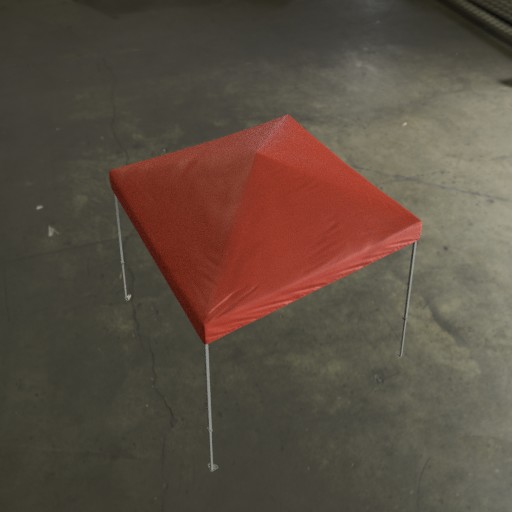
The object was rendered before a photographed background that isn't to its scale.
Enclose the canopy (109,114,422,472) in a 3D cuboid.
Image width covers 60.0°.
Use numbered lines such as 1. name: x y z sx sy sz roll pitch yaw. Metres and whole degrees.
1. canopy: 0.000 0.000 5.211 2.850 2.850 2.849 -23 51 -20
